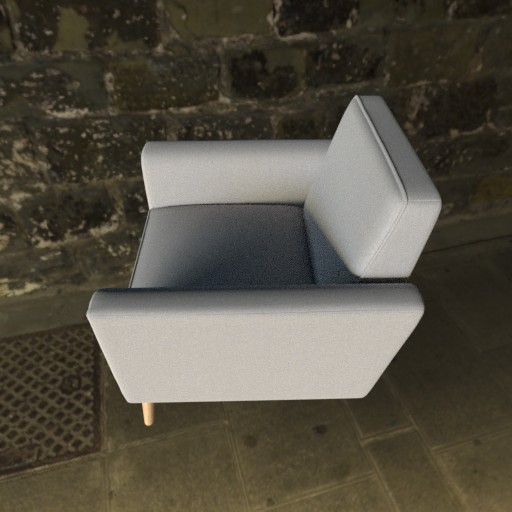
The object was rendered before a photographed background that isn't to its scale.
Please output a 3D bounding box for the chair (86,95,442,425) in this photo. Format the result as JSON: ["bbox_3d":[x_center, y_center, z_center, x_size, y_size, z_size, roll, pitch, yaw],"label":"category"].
[{"bbox_3d":[0.000,0.000,1.339,0.750,0.780,0.780,-1,42,-1],"label":"chair"}]
